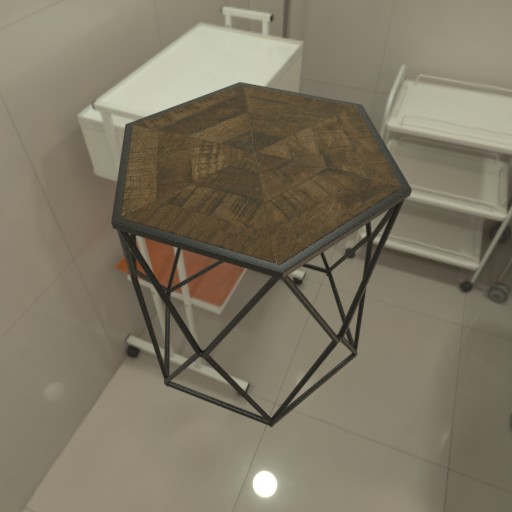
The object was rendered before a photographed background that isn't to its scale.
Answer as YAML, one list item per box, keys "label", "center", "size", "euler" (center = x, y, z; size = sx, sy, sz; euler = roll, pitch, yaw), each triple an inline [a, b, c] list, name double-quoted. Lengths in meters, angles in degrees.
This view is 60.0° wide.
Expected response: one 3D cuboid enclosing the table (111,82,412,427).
- label: "table"
  center: [0.000, 0.000, 1.041]
  size: [0.578, 0.564, 0.579]
  euler: [16, 49, 15]
